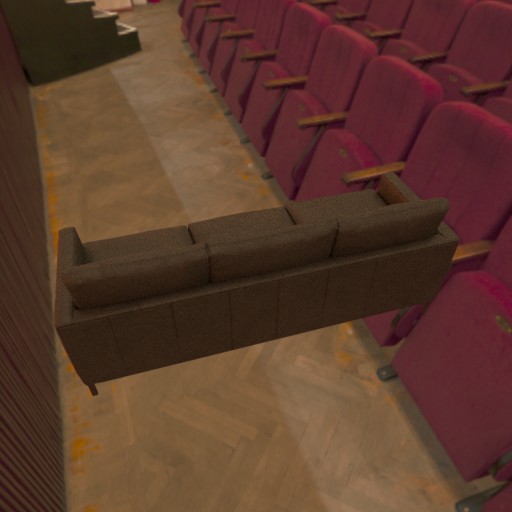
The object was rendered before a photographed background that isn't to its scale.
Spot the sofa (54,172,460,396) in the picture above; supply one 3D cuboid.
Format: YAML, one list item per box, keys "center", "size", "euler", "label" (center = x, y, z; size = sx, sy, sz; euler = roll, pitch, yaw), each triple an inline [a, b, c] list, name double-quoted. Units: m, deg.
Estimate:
- center: [0.000, 0.000, 2.456]
  size: [2.029, 0.805, 0.748]
  euler: [-11, 43, -12]
  label: "sofa"
